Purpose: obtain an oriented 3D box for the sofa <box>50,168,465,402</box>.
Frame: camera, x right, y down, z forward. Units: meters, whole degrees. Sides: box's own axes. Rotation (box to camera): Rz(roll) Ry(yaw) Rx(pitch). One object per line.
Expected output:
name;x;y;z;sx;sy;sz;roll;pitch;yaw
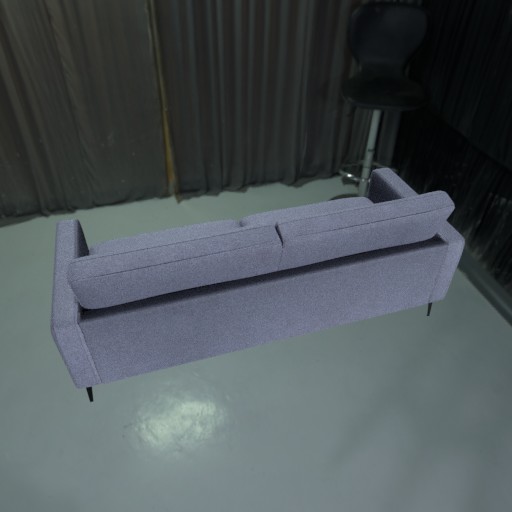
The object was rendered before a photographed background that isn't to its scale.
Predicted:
sofa;0.000;0.000;2.321;1.925;0.828;0.774;-11;42;-13
